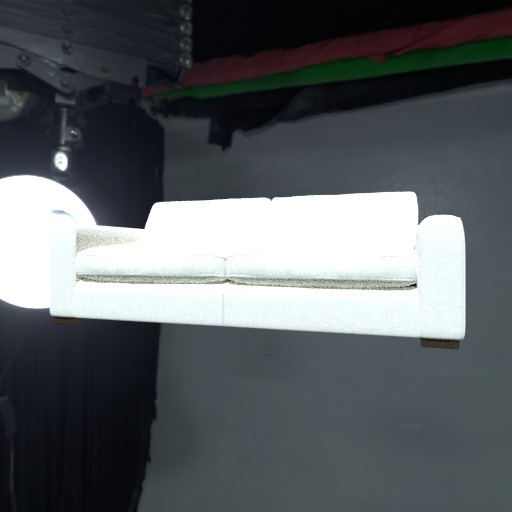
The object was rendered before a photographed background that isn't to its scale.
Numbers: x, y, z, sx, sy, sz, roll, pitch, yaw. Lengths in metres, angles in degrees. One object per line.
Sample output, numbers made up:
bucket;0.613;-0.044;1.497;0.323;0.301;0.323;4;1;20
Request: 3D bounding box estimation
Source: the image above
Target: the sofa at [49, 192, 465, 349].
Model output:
sofa;0.000;0.000;2.735;2.262;0.801;1.070;0;1;19
